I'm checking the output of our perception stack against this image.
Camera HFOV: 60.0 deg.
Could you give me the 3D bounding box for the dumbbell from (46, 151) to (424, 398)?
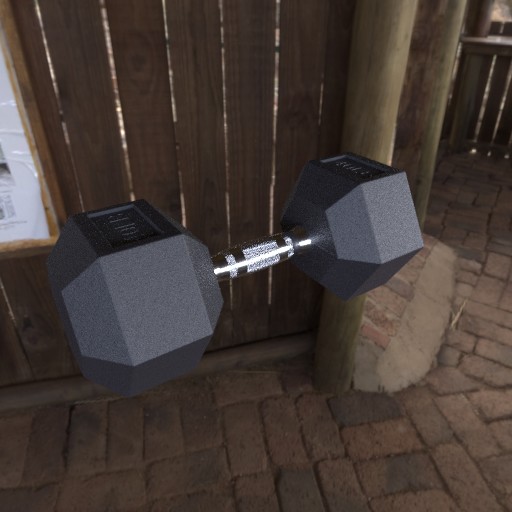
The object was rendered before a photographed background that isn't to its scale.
[{"bbox_3d":[0.000,0.000,0.435,0.361,0.137,0.157,-19,35,-28],"label":"dumbbell"}]
